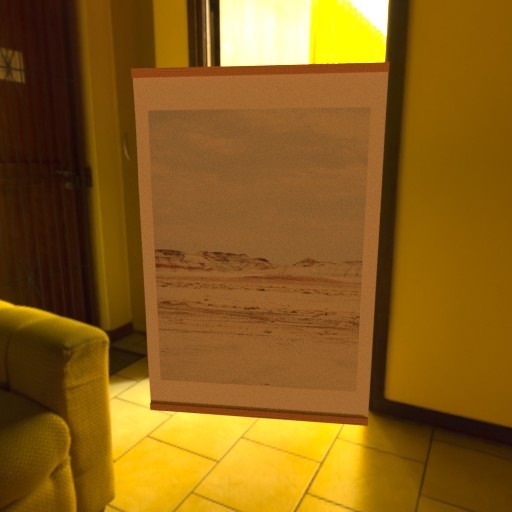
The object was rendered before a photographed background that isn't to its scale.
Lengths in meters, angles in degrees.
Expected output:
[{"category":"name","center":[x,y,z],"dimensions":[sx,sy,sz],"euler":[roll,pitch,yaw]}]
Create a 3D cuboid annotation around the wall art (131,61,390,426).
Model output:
[{"category":"wall art","center":[0.000,0.000,1.895],"dimensions":[1.011,1.521,0.025],"euler":[2,12,7]}]
